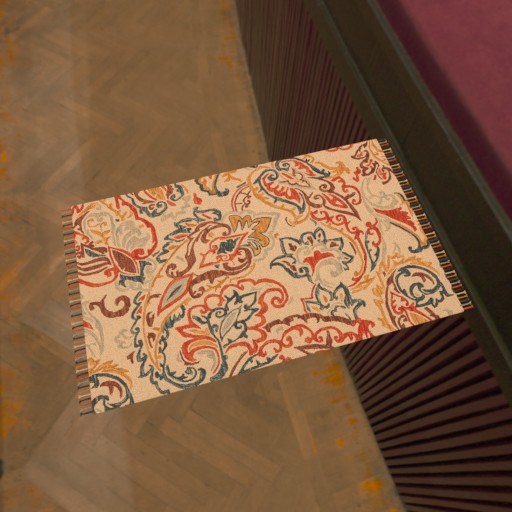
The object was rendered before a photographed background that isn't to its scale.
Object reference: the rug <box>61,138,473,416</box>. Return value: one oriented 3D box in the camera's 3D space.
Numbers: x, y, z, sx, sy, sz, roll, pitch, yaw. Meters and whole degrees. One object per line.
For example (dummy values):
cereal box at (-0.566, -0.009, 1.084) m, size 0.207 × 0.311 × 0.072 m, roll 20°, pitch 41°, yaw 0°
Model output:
rug at (0.000, 0.000, 3.115) m, size 2.584 × 0.010 × 1.523 m, roll -14°, pitch 64°, yaw -7°
